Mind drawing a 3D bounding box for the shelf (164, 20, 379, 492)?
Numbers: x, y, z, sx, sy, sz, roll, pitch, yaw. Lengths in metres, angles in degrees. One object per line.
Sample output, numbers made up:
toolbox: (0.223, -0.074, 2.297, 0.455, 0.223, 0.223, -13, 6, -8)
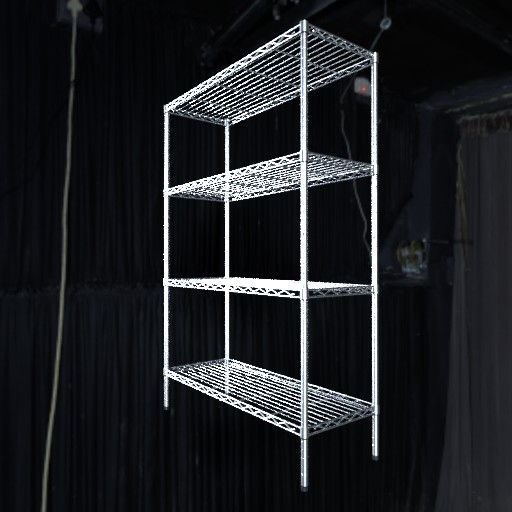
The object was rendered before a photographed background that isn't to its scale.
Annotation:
shelf: (0.000, 0.000, 1.735, 0.352, 1.360, 0.907, 0, -1, -38)
